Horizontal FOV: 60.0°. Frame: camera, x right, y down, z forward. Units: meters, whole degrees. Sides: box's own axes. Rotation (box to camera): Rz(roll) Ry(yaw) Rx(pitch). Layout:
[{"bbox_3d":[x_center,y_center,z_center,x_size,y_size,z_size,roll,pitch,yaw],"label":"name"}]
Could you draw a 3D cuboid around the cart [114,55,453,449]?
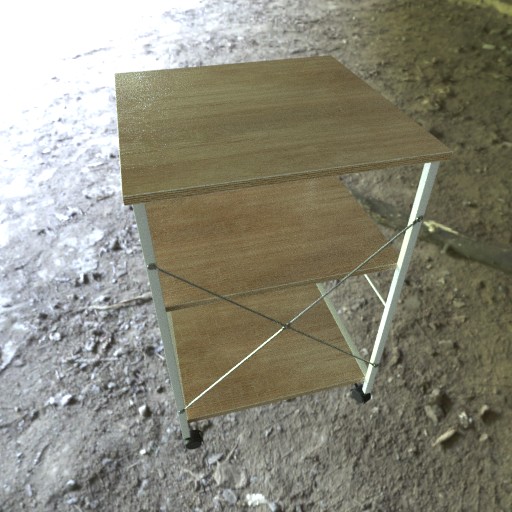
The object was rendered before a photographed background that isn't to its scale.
[{"bbox_3d":[0.000,0.000,1.102,0.521,0.762,0.520,-10,42,-11],"label":"cart"}]
